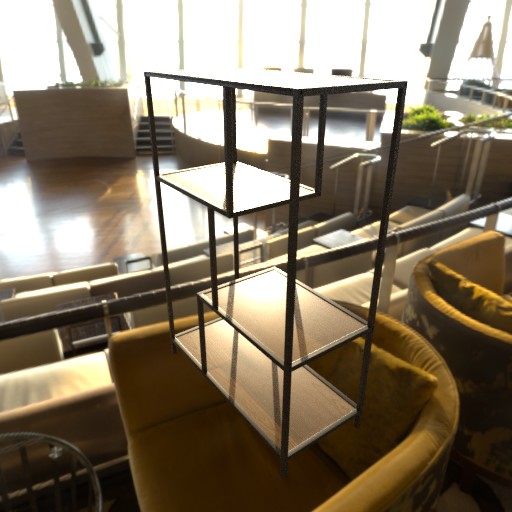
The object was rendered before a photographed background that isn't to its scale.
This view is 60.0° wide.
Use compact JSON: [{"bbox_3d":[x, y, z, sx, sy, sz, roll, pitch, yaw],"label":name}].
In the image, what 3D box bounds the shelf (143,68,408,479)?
[{"bbox_3d":[0.000,0.000,1.504,0.350,1.138,0.770,-17,31,-32],"label":"shelf"}]
